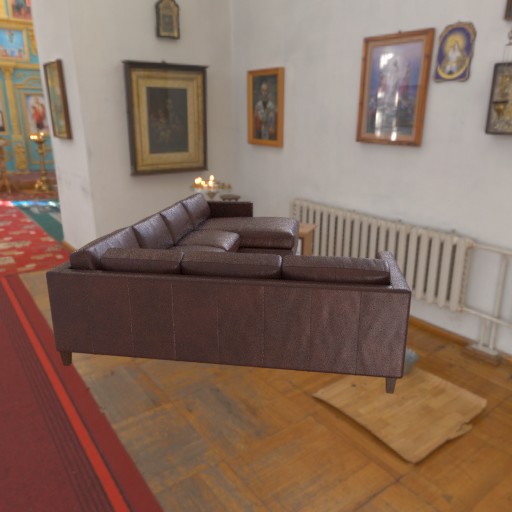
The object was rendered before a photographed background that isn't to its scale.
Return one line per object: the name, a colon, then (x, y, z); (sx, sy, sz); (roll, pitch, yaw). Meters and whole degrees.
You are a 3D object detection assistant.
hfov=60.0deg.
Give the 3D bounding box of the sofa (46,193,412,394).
sofa: (0.000, 0.000, 4.538); (2.452, 0.891, 3.324); (2, 16, 9)
